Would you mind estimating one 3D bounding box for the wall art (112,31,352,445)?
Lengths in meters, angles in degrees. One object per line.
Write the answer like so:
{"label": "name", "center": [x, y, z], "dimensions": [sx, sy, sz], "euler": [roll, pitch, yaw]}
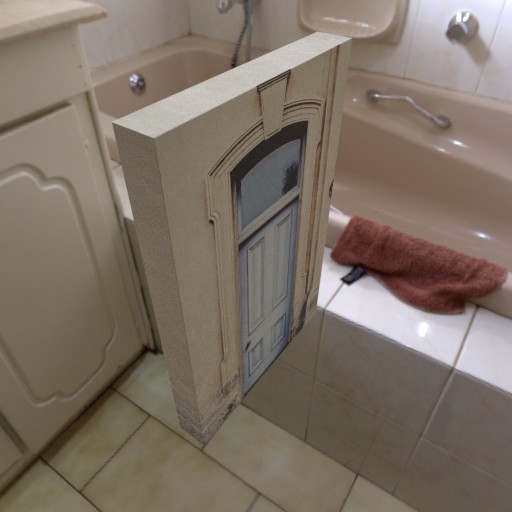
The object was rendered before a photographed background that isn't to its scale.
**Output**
{"label": "wall art", "center": [0.000, 0.000, 0.470], "dimensions": [0.038, 0.381, 0.254], "euler": [26, 47, 26]}
